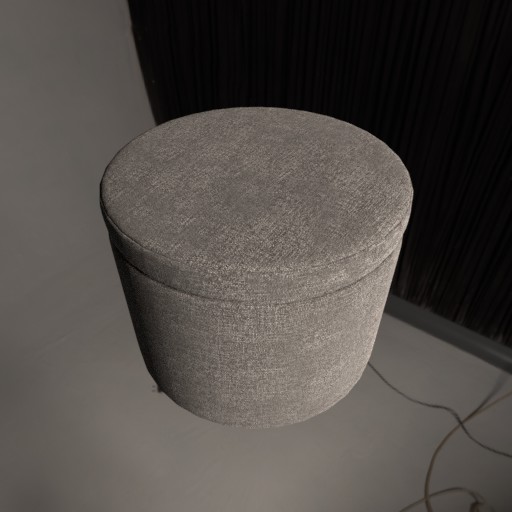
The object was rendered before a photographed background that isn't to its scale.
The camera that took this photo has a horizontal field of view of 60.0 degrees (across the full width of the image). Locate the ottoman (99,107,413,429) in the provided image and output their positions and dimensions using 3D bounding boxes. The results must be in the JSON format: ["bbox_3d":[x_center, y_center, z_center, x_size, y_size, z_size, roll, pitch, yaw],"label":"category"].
[{"bbox_3d":[0.000,0.000,0.845,0.500,0.419,0.500,0,41,0],"label":"ottoman"}]
